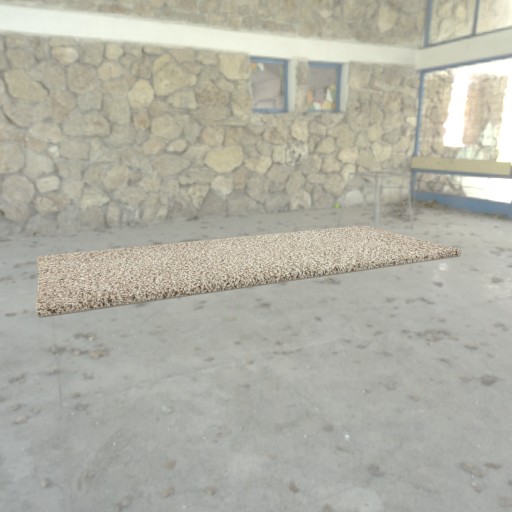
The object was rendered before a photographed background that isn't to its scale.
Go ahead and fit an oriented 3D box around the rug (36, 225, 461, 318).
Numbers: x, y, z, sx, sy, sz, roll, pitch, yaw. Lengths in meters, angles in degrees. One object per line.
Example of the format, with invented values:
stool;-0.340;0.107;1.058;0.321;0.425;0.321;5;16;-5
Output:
rug;0.000;0.000;1.708;1.524;0.030;0.609;-7;16;-24
